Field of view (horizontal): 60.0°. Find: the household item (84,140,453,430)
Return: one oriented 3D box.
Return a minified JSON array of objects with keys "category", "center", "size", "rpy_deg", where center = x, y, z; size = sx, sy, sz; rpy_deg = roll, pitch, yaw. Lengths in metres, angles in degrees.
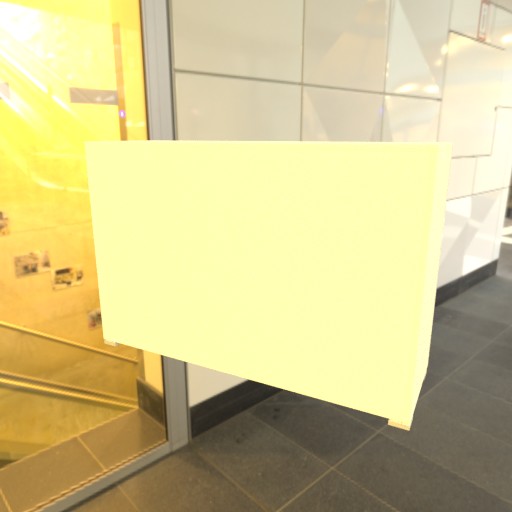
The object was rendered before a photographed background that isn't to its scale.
[{"category":"household item","center":[0.000,0.000,1.740],"size":[1.300,0.867,0.420],"rpy_deg":[8,17,27]}]
